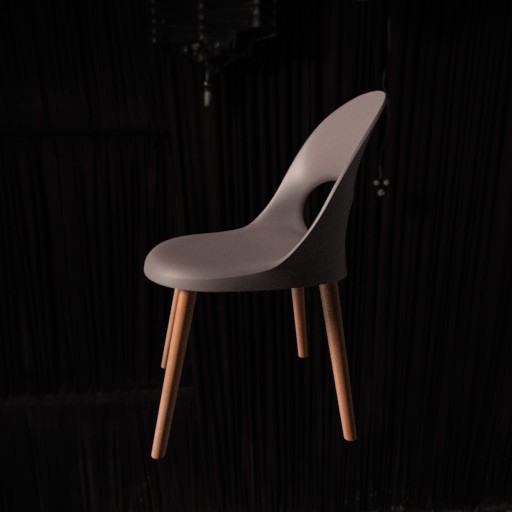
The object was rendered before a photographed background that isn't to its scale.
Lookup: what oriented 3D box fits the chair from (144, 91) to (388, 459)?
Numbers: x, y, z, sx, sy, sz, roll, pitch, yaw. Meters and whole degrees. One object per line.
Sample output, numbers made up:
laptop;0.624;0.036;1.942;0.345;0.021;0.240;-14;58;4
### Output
chair;0.000;0.000;1.130;0.556;0.794;0.470;-2;13;-9
